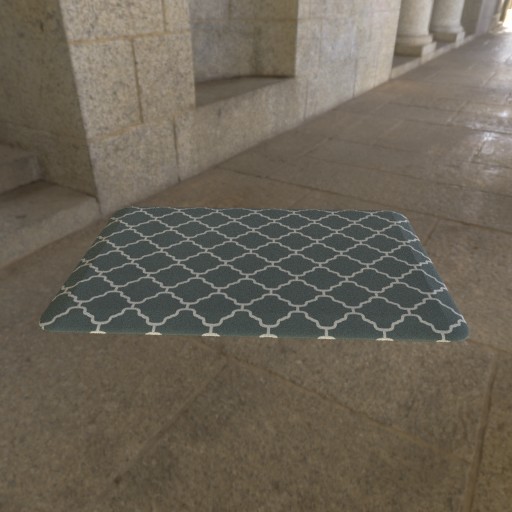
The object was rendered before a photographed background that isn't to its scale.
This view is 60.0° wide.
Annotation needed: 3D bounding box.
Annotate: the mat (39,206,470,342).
[{"bbox_3d":[0.000,0.000,0.970,0.762,0.021,0.508,1,31,2],"label":"mat"}]
